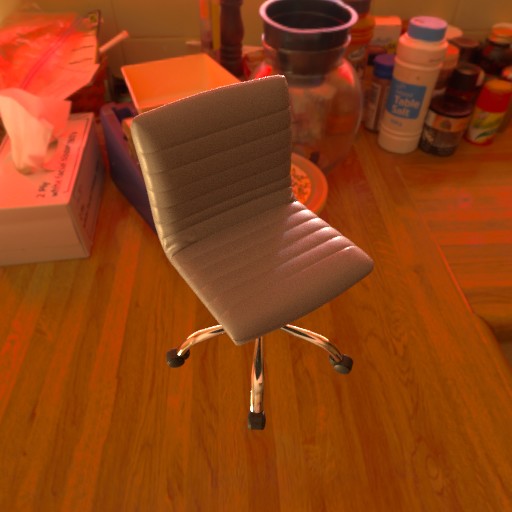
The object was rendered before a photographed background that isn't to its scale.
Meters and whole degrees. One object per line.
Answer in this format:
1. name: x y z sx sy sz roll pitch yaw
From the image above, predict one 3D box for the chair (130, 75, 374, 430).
1. chair: 0.000 0.000 1.160 0.569 0.750 0.542 -25 51 -23
